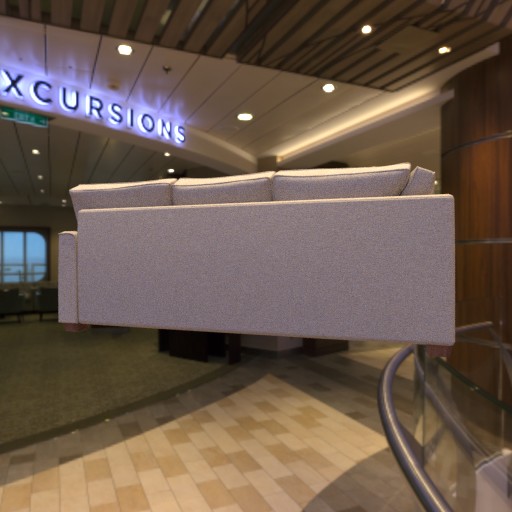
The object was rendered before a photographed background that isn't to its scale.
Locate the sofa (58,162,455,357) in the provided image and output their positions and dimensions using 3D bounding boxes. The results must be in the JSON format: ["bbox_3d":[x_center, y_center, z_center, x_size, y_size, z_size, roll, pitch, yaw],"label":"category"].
[{"bbox_3d":[0.000,0.000,2.921,2.317,0.962,1.061,0,0,19],"label":"sofa"}]
